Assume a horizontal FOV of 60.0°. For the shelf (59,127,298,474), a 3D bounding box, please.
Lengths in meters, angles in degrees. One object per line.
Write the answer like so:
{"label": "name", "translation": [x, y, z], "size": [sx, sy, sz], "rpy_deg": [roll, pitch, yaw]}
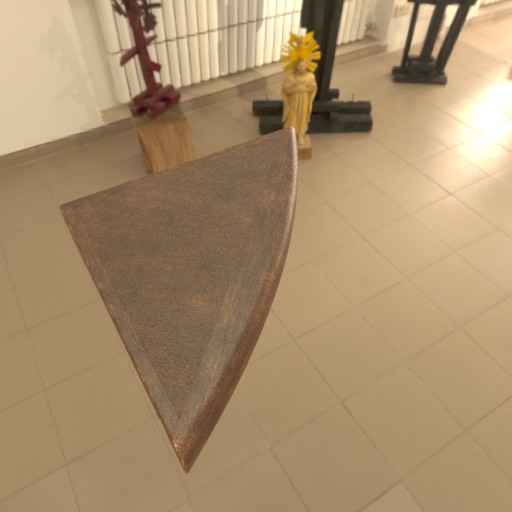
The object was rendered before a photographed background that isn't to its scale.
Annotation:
{"label": "shelf", "translation": [0.000, 0.000, 0.462], "size": [0.310, 0.050, 0.310], "rpy_deg": [-24, 52, -20]}
